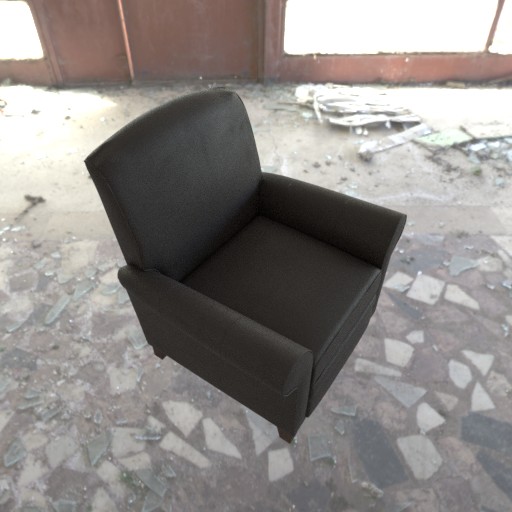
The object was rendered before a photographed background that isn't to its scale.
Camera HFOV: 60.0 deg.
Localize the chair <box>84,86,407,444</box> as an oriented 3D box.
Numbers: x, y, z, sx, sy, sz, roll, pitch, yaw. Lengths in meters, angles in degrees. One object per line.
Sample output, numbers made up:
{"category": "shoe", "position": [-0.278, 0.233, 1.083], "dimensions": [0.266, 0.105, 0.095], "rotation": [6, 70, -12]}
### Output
{"category": "chair", "position": [0.000, 0.000, 1.794], "dimensions": [0.902, 1.061, 0.978], "rotation": [25, 48, 25]}
